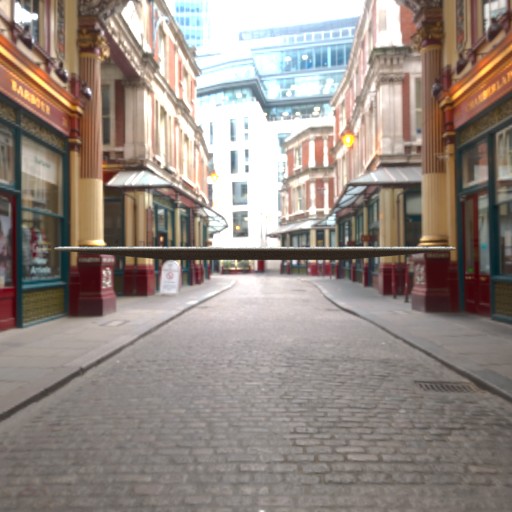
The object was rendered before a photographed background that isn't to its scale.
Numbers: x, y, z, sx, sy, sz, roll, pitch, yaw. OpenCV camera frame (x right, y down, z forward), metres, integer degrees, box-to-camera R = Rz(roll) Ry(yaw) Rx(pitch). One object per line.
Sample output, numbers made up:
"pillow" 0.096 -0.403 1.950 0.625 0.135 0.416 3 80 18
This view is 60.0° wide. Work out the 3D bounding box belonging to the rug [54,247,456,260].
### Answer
"rug" 0.000 0.000 2.840 1.586 0.014 2.197 0 -2 0
